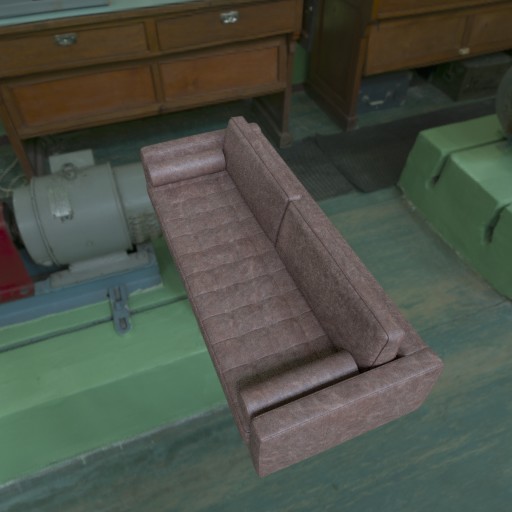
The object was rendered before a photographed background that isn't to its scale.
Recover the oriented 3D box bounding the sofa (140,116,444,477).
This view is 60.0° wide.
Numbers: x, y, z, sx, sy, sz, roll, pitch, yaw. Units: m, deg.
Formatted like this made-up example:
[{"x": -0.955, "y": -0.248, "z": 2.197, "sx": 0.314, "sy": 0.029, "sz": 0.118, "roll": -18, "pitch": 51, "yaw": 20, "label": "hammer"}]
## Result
[{"x": 0.000, "y": 0.000, "z": 2.649, "sx": 0.914, "sy": 0.762, "sz": 2.210, "roll": -17, "pitch": 49, "yaw": -15, "label": "sofa"}]
